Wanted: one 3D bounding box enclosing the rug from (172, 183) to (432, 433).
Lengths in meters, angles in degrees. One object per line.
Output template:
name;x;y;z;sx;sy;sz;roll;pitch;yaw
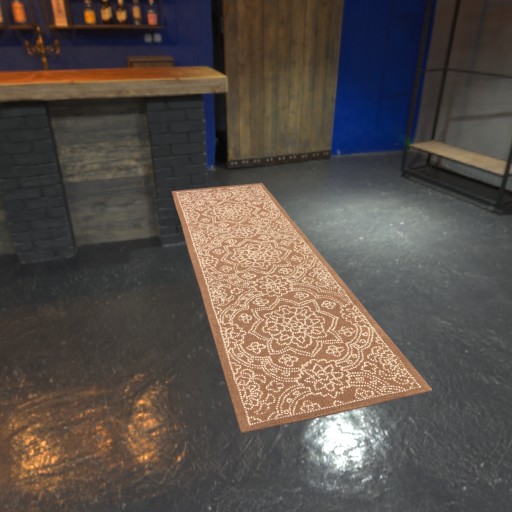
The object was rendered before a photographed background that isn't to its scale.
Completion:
rug;0.000;0.000;2.663;0.769;0.012;2.448;-7;30;-13
